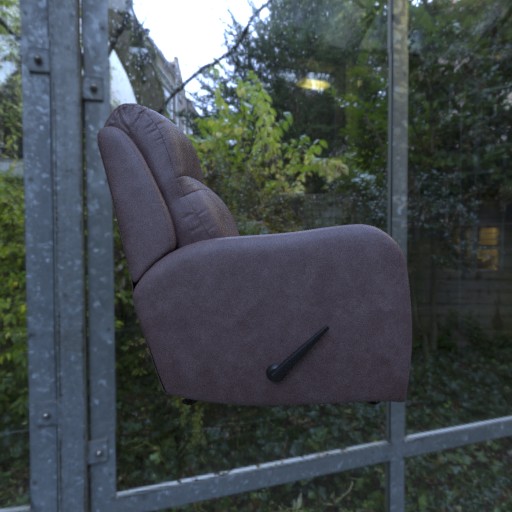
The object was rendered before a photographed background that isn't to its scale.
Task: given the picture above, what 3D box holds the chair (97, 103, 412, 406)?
[{"bbox_3d":[0.000,0.000,1.797,1.067,1.067,0.865,0,1,0],"label":"chair"}]
